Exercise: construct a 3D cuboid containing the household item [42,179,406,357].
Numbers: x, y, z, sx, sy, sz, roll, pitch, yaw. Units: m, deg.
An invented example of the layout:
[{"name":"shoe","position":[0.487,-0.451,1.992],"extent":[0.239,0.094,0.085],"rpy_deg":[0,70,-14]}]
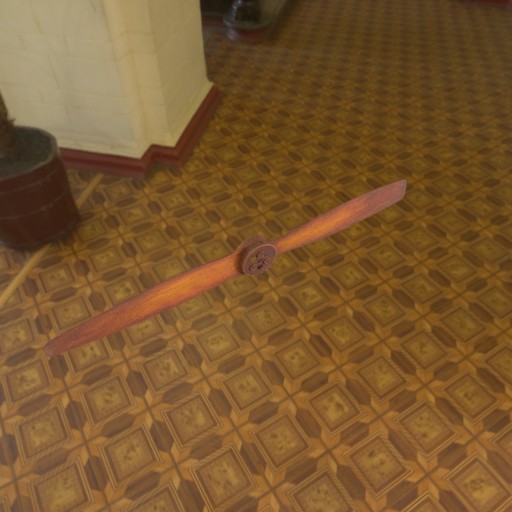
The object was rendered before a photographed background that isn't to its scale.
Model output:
[{"name":"household item","position":[0.000,0.000,1.263],"extent":[1.181,0.121,0.051],"rpy_deg":[-25,51,-22]}]
